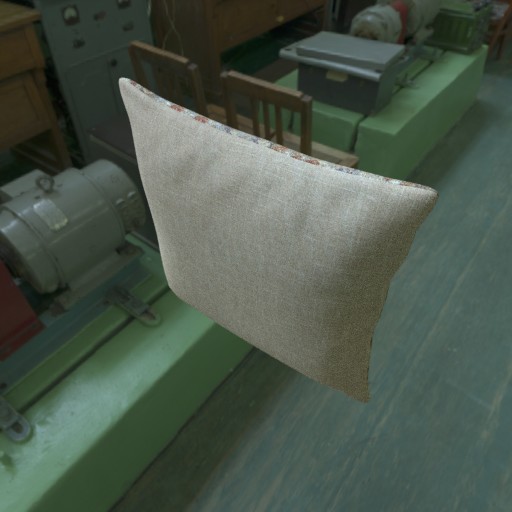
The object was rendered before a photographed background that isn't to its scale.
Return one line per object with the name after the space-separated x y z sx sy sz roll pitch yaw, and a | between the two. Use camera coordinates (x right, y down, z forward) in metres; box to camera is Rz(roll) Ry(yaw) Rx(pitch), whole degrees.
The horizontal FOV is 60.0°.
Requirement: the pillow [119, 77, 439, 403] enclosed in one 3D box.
0.000 0.000 0.777 0.523 0.506 0.166 27 51 24 | pillow
